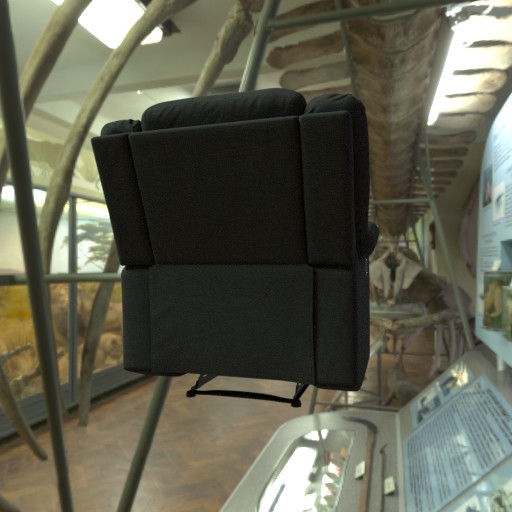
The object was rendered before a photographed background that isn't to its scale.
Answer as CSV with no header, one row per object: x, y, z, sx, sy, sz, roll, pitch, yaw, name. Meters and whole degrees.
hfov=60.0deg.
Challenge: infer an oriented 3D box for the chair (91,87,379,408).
0.000,0.000,1.698,0.899,1.008,0.944,0,-2,17,chair
